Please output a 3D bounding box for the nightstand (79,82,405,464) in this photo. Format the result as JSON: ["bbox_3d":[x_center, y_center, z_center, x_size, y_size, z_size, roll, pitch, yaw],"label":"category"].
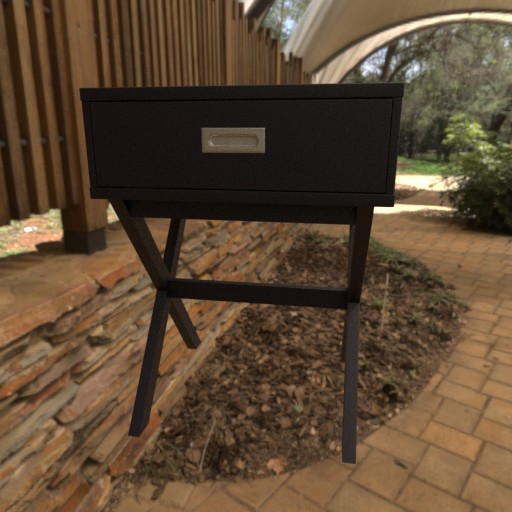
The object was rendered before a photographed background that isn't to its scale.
[{"bbox_3d":[0.000,0.000,0.912,0.479,0.623,0.402,3,16,10],"label":"nightstand"}]
